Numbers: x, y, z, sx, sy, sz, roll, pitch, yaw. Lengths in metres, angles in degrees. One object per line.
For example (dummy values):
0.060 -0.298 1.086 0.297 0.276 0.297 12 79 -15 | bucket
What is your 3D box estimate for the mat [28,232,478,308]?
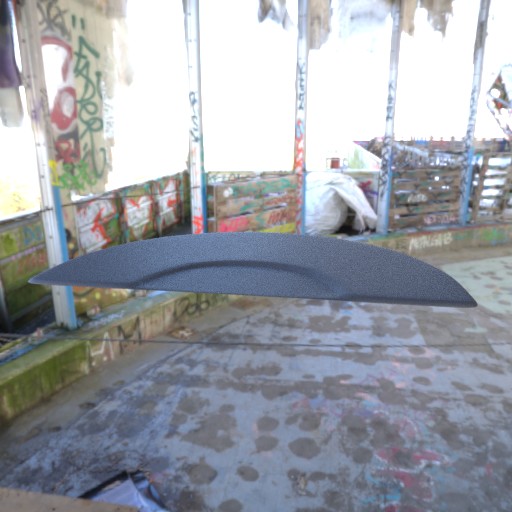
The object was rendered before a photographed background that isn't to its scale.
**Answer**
0.000 0.000 1.885 1.525 0.016 0.917 2 16 8 | mat
